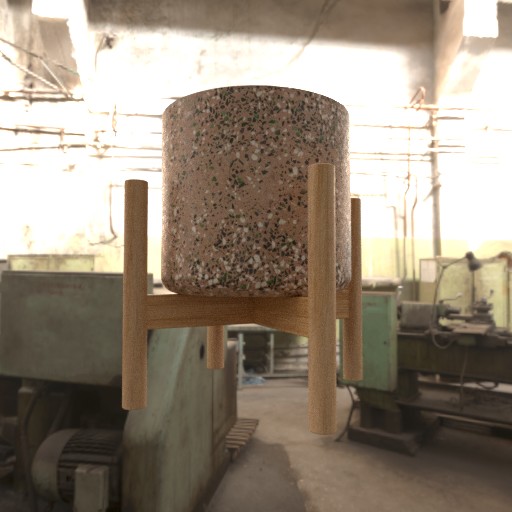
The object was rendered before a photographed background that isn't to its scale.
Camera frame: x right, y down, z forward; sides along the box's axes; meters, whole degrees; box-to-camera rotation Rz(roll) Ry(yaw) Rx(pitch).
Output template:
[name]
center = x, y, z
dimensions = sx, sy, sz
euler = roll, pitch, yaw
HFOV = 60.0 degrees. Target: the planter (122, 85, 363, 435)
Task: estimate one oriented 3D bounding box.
[planter]
center = 0.000, 0.000, 0.529
dimensions = 0.284, 0.320, 0.284
euler = 0, -2, -2
